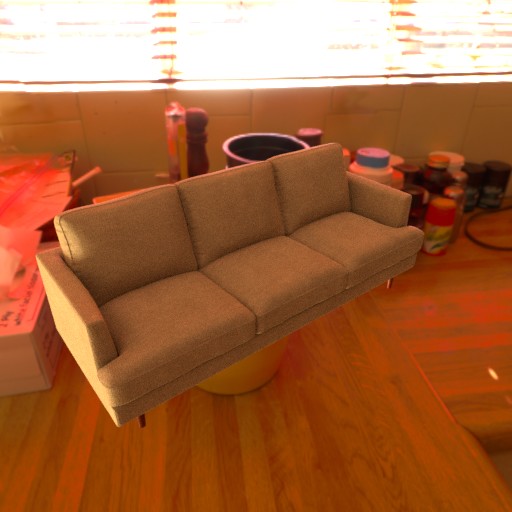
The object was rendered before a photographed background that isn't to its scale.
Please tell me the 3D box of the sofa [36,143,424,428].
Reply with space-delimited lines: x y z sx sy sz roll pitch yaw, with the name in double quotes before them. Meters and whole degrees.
"sofa" 0.000 0.000 2.688 2.246 0.930 0.903 -22 37 -32
